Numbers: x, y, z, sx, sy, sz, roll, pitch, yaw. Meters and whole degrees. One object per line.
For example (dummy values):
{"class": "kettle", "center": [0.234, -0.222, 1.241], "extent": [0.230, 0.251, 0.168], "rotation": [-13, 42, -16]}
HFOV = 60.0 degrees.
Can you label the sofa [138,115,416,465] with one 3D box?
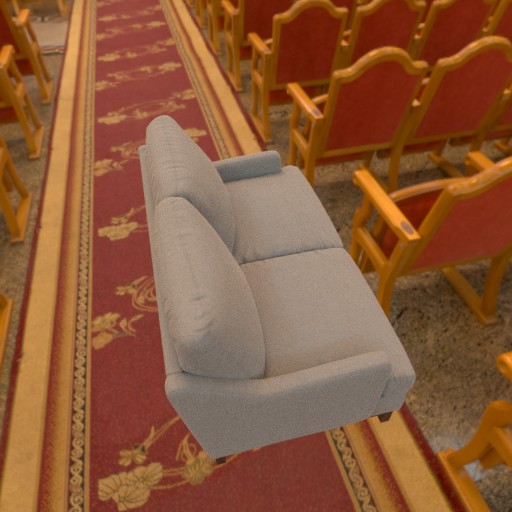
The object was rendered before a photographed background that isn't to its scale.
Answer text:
{"class": "sofa", "center": [0.000, 0.000, 2.197], "extent": [0.987, 0.921, 1.589], "rotation": [-10, 45, -10]}
